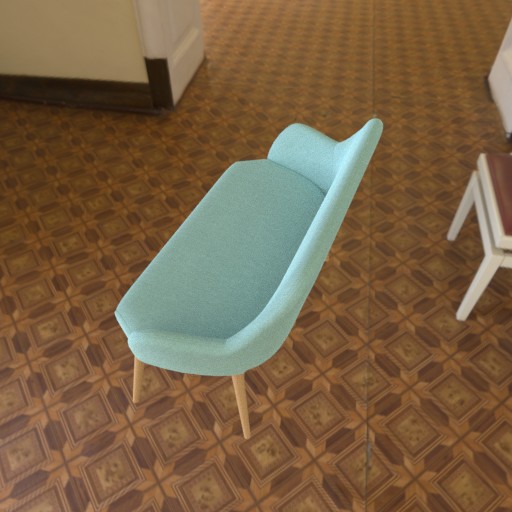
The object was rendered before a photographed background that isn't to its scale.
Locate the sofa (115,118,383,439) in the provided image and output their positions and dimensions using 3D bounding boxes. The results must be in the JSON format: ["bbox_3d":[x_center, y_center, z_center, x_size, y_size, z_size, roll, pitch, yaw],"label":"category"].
[{"bbox_3d":[0.000,0.000,1.616,0.610,0.840,1.150,18,49,16],"label":"sofa"}]
